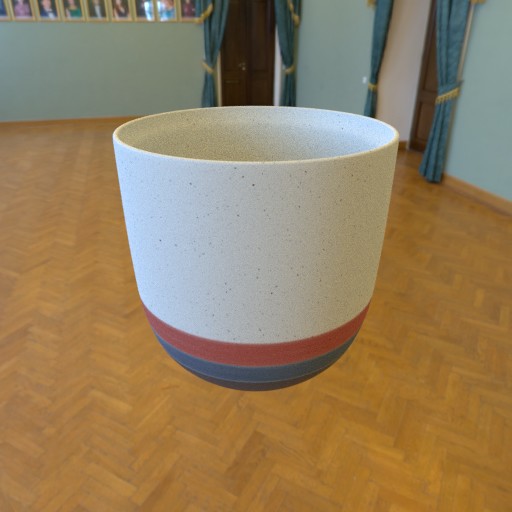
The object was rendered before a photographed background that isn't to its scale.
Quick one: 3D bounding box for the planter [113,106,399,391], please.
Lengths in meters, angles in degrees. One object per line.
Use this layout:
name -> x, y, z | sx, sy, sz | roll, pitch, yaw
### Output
planter -> 0.000, 0.000, 0.375 | 0.204, 0.214, 0.204 | 0, 27, 0
